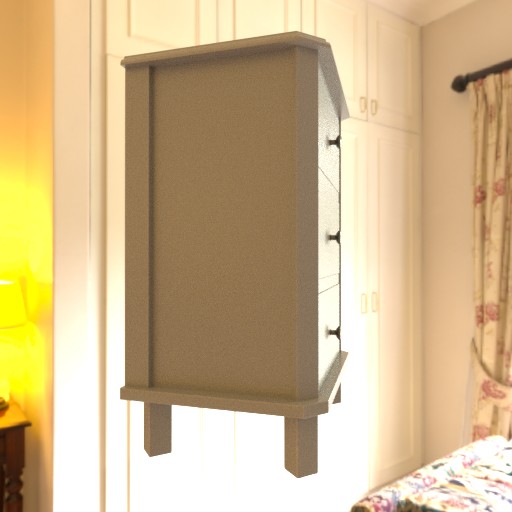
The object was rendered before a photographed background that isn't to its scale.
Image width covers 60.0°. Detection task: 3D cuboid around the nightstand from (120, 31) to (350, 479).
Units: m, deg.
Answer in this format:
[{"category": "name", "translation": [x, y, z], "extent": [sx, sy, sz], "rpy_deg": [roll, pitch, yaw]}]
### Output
[{"category": "nightstand", "translation": [0.000, 0.000, 0.903], "extent": [0.348, 0.680, 0.435], "rpy_deg": [0, 0, 17]}]
